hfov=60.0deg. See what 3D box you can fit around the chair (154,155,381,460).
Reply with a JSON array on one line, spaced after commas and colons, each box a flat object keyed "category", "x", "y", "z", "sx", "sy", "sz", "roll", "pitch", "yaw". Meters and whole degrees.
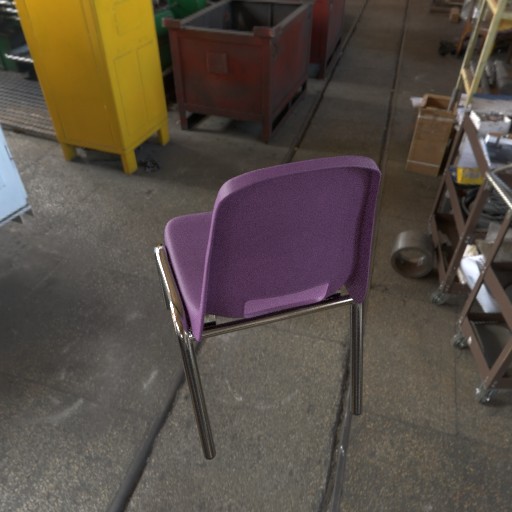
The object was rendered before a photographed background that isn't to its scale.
[{"category": "chair", "x": 0.000, "y": 0.000, "z": 0.815, "sx": 0.356, "sy": 0.584, "sz": 0.419, "roll": -11, "pitch": 42, "yaw": -13}]
